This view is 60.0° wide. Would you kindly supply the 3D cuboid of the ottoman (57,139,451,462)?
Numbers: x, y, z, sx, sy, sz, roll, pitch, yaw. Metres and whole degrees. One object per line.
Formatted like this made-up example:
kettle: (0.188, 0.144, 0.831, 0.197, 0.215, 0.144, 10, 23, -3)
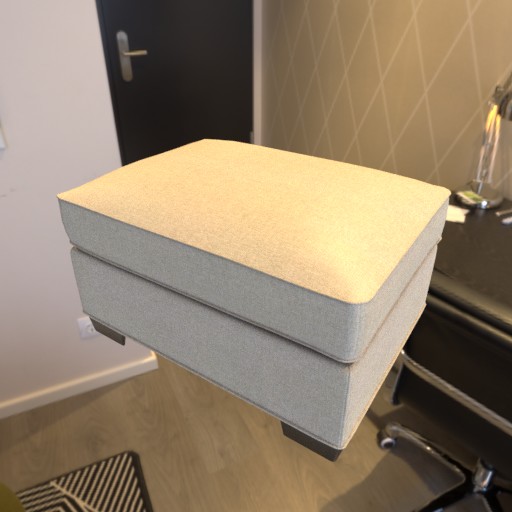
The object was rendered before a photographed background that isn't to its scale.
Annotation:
ottoman: (0.000, 0.000, 1.237, 0.843, 0.504, 0.619, 19, 36, 29)
